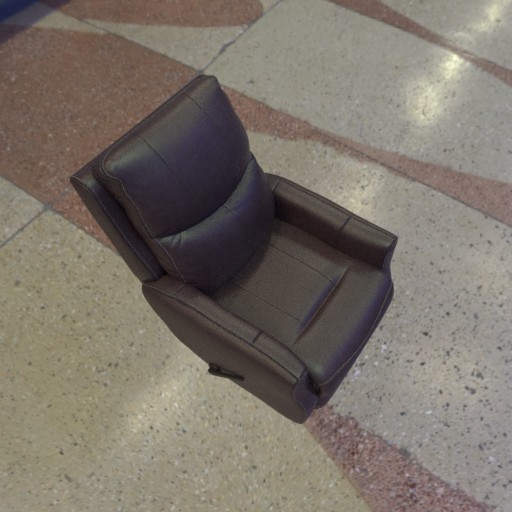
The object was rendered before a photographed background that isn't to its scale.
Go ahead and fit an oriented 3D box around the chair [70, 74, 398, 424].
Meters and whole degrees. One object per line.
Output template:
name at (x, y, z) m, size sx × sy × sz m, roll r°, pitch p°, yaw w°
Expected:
chair at (0.000, 0.000, 1.793) m, size 1.080 × 1.030 × 0.829 m, roll 32°, pitch 64°, yaw 18°
